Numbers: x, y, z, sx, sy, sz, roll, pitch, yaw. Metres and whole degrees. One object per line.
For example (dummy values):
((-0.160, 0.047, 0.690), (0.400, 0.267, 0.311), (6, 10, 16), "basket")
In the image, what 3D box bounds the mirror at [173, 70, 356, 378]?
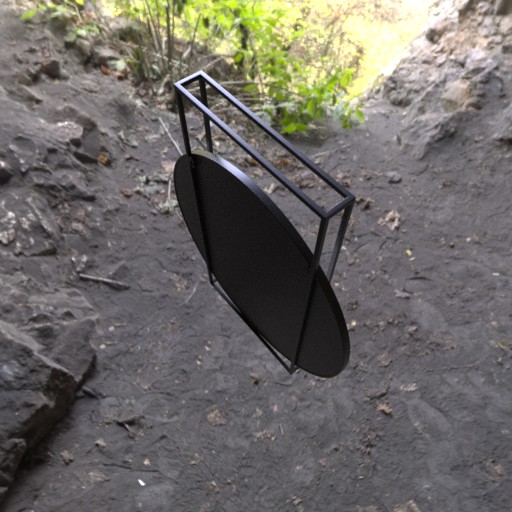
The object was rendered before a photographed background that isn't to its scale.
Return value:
((0.000, 0.000, 0.841), (0.051, 0.603, 0.508), (-35, 64, -20), "mirror")
